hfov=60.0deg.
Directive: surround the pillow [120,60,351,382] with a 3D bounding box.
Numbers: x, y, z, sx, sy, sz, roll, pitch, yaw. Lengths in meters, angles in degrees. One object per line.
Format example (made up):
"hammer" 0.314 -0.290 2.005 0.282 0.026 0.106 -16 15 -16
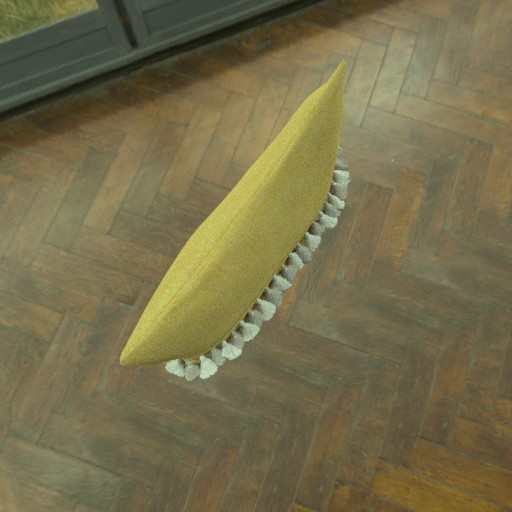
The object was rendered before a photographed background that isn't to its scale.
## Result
"pillow" 0.000 0.000 0.751 0.167 0.481 0.485 34 77 9
